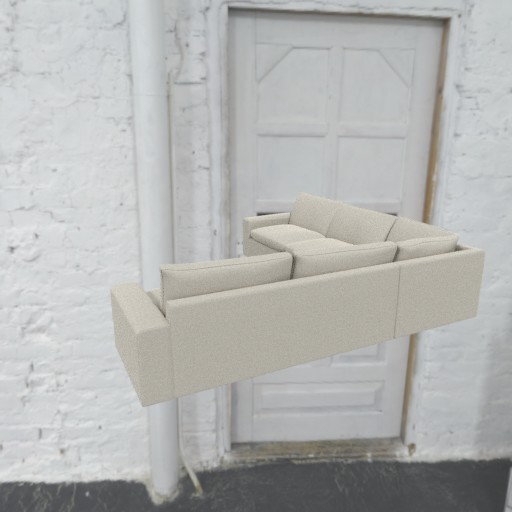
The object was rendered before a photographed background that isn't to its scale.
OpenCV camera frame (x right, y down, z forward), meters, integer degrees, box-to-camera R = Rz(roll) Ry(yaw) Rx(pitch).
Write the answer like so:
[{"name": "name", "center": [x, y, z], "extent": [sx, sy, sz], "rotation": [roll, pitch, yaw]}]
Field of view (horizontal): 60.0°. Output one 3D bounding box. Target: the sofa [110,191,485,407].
[{"name": "sofa", "center": [0.000, 0.000, 4.749], "extent": [3.206, 0.918, 3.066], "rotation": [-8, 18, -26]}]
